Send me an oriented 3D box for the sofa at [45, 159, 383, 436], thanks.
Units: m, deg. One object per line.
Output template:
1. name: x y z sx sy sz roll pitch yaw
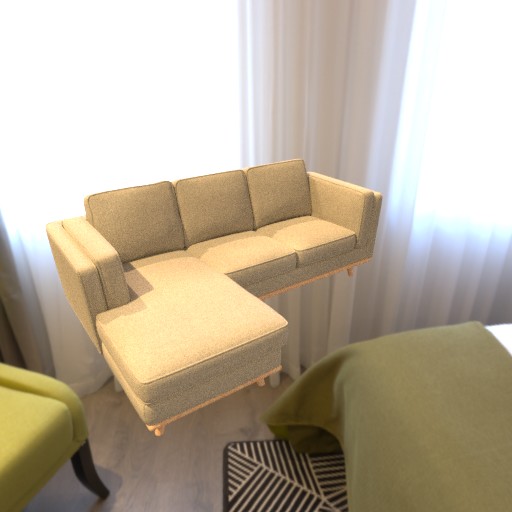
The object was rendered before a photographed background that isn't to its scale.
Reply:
1. sofa: 0.000 0.000 3.132 2.411 0.929 1.604 -17 30 -31
